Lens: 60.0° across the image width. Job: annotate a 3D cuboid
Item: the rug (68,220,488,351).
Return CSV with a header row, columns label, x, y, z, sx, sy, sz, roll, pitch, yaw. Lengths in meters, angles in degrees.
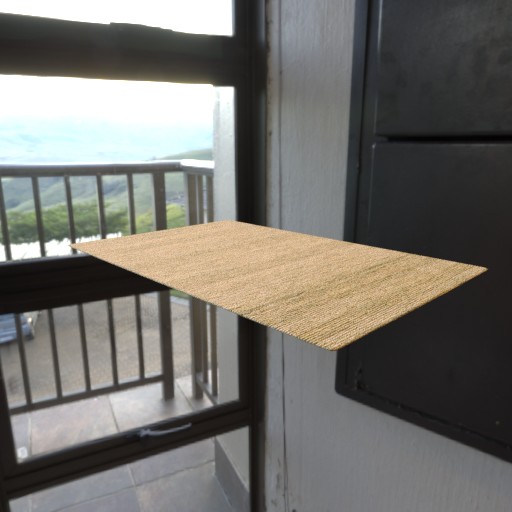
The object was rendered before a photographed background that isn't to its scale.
label,x,y,z,sx,sy,sz,roll,pitch,yaw
rug,0.000,0.000,2.164,1.143,0.010,1.758,-14,20,-42
